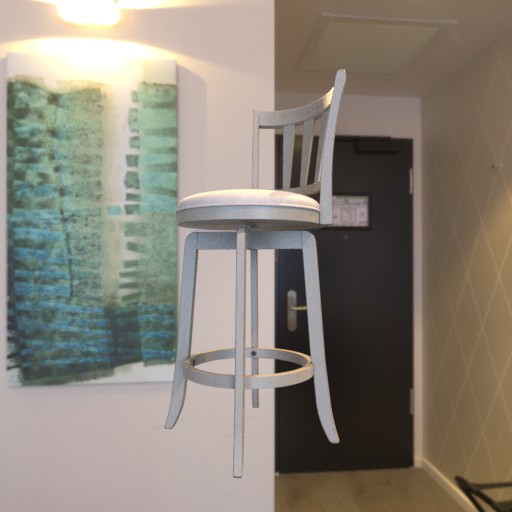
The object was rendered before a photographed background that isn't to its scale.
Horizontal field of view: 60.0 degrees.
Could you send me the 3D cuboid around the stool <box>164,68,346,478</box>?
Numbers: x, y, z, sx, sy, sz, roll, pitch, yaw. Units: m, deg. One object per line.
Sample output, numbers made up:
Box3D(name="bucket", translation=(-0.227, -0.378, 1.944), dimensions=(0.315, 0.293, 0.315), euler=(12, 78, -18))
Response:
Box3D(name="stool", translation=(0.000, 0.000, 1.313), dimensions=(0.475, 1.042, 0.436), euler=(0, -1, -36))
